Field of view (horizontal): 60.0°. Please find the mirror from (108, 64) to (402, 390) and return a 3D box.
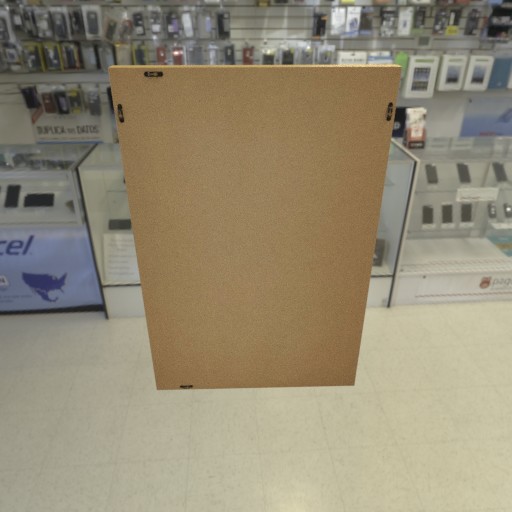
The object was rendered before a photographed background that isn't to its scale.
[{"bbox_3d":[0.000,0.000,1.155,0.609,0.915,0.040,-1,29,-1],"label":"mirror"}]
